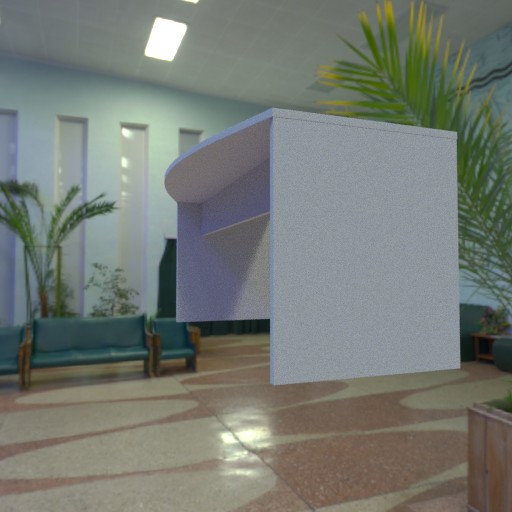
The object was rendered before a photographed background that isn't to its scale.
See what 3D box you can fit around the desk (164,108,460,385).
[{"bbox_3d":[0.000,0.000,2.026,0.802,0.750,1.600,1,-2,-19],"label":"desk"}]
